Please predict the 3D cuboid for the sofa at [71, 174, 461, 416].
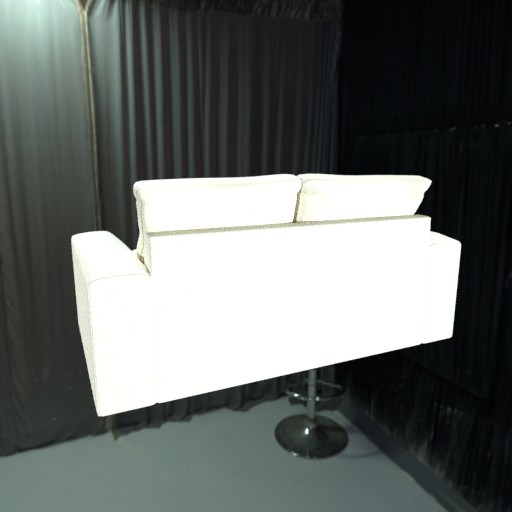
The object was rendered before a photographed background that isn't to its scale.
[{"bbox_3d":[0.000,0.000,2.340,1.754,0.875,1.091,-6,13,-24],"label":"sofa"}]
